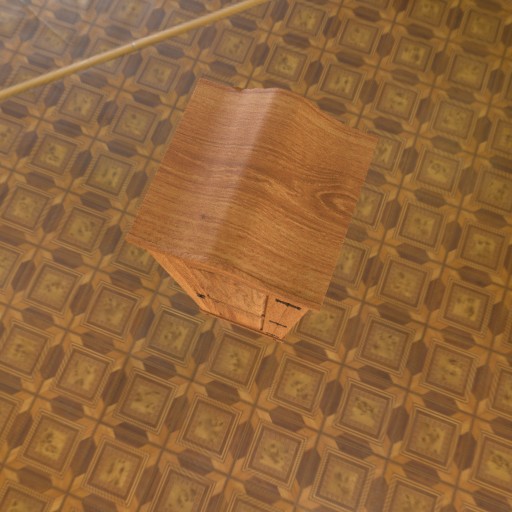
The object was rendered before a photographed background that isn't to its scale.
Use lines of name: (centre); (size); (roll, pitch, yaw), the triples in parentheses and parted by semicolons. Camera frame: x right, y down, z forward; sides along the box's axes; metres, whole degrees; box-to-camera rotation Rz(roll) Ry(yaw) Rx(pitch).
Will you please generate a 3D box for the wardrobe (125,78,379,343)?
wardrobe: (0.000, 0.000, 2.138); (0.590, 1.870, 0.570); (20, 77, 5)
